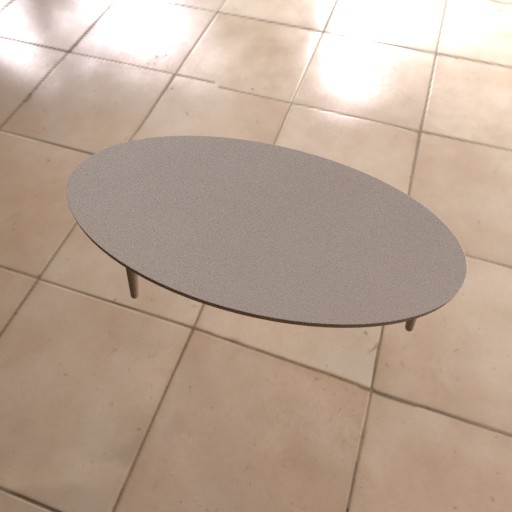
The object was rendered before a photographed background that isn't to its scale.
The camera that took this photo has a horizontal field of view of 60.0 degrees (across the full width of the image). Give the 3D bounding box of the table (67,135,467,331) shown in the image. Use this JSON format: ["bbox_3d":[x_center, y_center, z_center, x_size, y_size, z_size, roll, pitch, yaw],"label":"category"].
[{"bbox_3d":[0.000,0.000,1.336,1.083,0.390,0.542,15,59,9],"label":"table"}]
